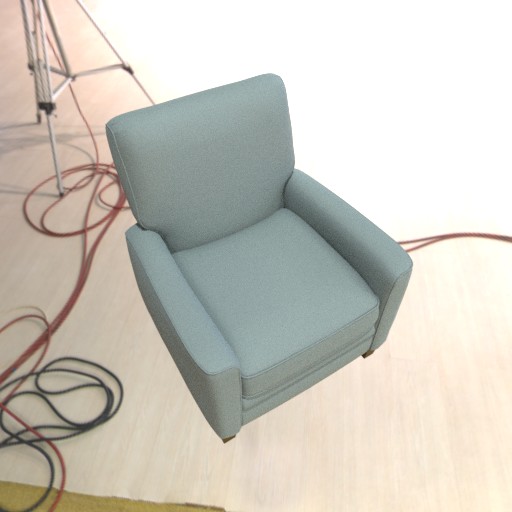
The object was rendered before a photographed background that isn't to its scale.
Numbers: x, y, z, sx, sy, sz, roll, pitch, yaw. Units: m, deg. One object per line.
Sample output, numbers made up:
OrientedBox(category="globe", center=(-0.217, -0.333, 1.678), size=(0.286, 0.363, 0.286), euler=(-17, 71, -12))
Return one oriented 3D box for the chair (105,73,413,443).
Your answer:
OrientedBox(category="chair", center=(0.000, 0.000, 1.687), size=(0.853, 1.007, 0.846), euler=(-24, 52, -21))
